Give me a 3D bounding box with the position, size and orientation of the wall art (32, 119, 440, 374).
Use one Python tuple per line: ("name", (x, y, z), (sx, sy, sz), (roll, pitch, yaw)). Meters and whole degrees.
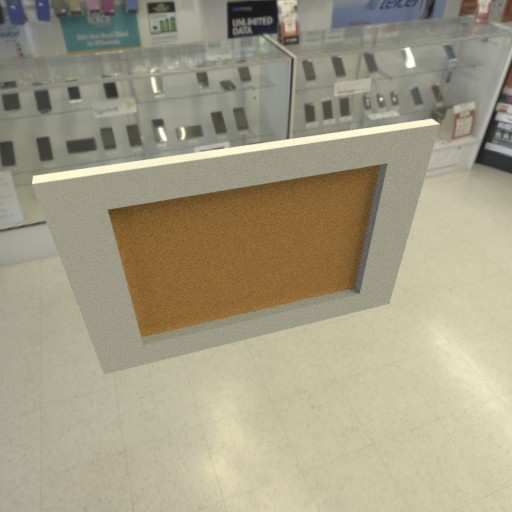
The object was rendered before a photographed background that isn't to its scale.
("wall art", (0.000, 0.000, 1.160), (0.906, 0.617, 0.033), (-12, 42, -13))
